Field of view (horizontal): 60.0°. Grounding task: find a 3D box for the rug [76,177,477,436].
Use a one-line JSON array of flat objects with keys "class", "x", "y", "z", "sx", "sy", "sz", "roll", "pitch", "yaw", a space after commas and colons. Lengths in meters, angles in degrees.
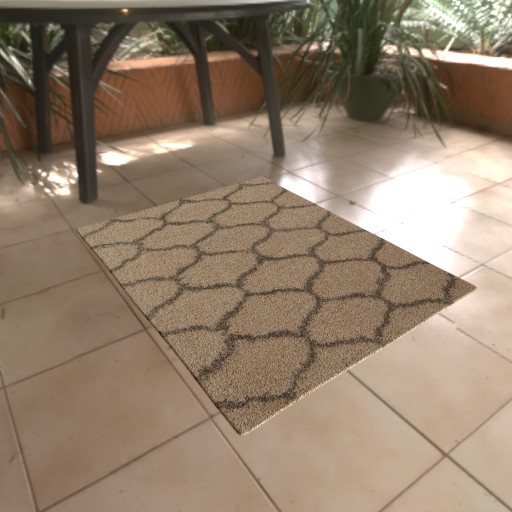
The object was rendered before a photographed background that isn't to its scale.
[{"class": "rug", "x": 0.000, "y": 0.000, "z": 4.108, "sx": 2.399, "sy": 0.026, "sz": 3.000, "roll": -21, "pitch": 38, "yaw": -30}]
